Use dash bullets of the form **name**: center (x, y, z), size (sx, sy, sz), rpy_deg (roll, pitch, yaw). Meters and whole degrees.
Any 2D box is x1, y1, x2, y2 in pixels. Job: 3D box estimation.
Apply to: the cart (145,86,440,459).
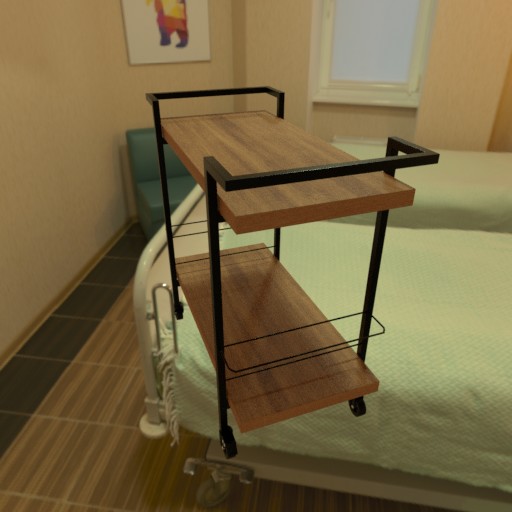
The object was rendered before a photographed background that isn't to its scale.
- **cart**: center (0.000, 0.000, 1.236), size (0.406, 0.762, 0.806), rpy_deg (-10, 31, -18)
